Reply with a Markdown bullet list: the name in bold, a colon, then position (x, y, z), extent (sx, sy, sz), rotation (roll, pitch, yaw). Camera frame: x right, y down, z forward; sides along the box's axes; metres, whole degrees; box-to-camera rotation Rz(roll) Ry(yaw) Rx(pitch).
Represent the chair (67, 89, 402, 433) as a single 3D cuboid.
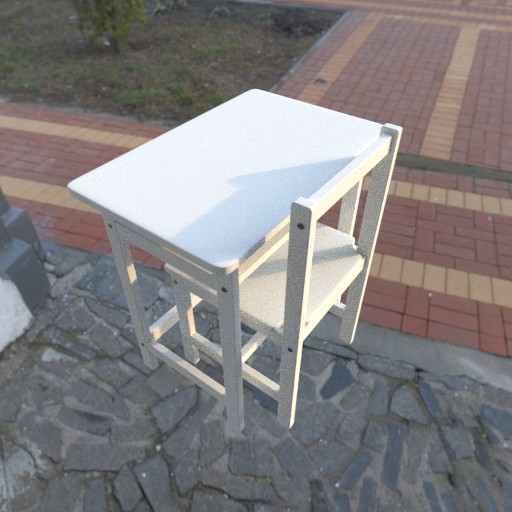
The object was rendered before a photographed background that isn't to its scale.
- **chair**: position (0.000, 0.000, 1.089), extent (0.461, 0.673, 0.599), rotation (26, 48, 26)
